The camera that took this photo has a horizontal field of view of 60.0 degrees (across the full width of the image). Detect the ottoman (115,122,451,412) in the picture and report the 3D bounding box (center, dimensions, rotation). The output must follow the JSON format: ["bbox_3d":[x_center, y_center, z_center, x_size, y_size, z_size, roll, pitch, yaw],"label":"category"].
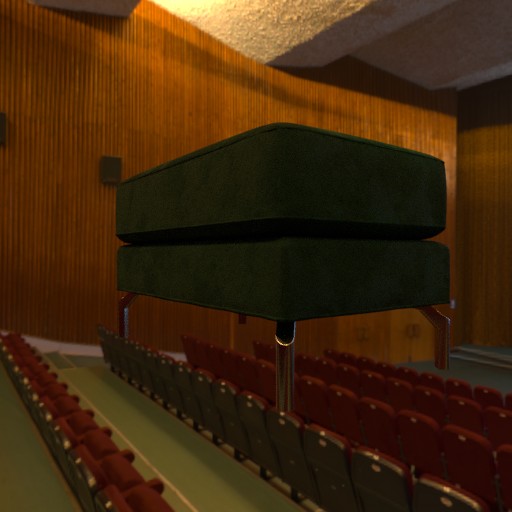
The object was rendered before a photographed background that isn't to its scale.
[{"bbox_3d":[0.000,0.000,1.254,0.536,0.533,0.886,0,0,-36],"label":"ottoman"}]
